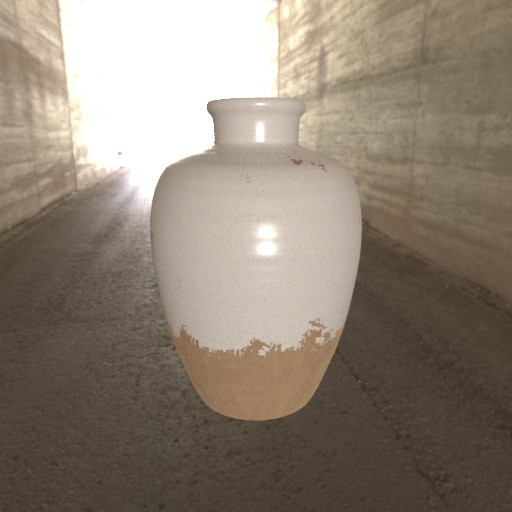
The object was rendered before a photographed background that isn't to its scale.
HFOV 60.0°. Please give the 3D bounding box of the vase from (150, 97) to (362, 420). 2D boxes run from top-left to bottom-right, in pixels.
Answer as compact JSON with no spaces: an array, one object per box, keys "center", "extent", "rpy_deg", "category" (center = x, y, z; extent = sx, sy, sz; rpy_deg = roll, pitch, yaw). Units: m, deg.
[{"center":[0.000,0.000,0.345],"extent":[0.158,0.228,0.158],"rpy_deg":[0,15,0],"category":"vase"}]
